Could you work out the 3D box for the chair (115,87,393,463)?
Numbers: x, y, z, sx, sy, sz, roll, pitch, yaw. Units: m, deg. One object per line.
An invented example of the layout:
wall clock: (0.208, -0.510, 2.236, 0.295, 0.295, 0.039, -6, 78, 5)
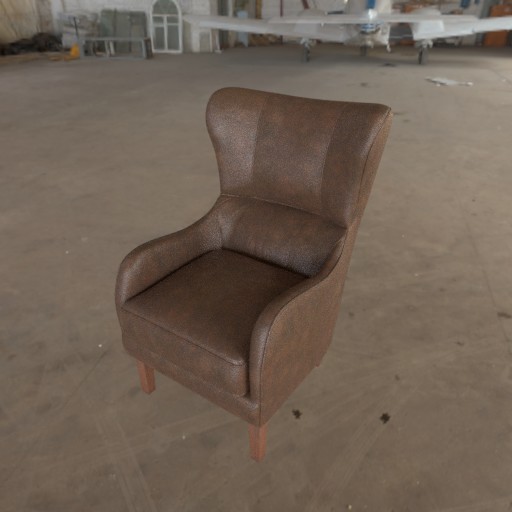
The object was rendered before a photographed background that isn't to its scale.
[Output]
chair: (0.000, 0.000, 1.619, 0.692, 1.048, 0.914, 19, 35, 30)
